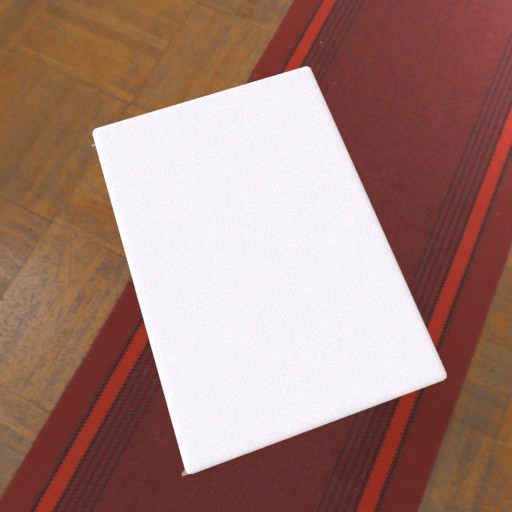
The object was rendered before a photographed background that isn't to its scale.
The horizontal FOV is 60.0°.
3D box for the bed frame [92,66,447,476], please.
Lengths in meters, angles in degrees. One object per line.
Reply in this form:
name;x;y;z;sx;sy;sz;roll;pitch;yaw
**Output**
bed frame;0.000;0.000;2.577;1.445;0.497;1.945;-18;75;-5
